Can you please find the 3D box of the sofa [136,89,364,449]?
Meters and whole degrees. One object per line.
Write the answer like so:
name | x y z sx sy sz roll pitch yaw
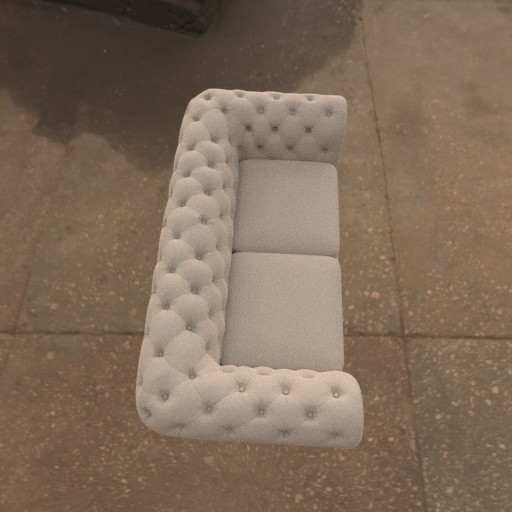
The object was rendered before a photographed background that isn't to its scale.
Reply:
sofa | 0.000 0.000 2.516 0.986 0.764 1.998 3 62 1
